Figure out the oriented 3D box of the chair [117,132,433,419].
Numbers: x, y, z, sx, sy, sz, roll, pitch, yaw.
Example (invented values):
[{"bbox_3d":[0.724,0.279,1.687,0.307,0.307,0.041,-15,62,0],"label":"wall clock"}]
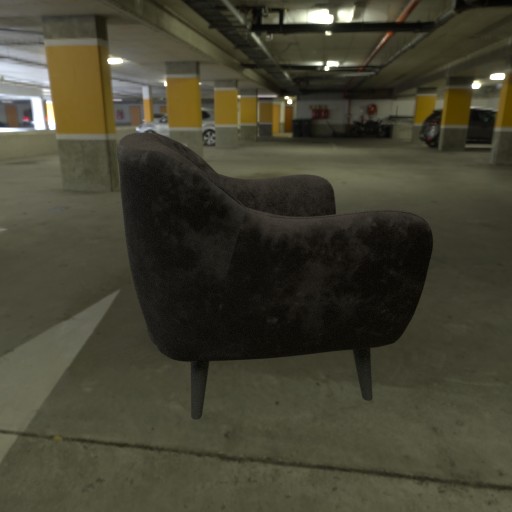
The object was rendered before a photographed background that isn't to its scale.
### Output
[{"bbox_3d":[0.000,0.000,1.497,0.819,0.807,0.840,-3,17,-9],"label":"chair"}]
